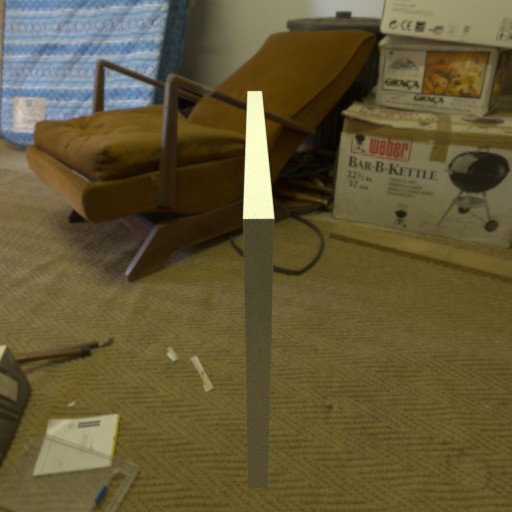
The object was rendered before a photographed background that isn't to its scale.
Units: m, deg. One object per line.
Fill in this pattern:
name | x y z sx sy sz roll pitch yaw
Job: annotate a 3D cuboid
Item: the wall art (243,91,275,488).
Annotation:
wall art | 0.000 0.000 1.398 0.053 0.787 1.041 0 32 0
